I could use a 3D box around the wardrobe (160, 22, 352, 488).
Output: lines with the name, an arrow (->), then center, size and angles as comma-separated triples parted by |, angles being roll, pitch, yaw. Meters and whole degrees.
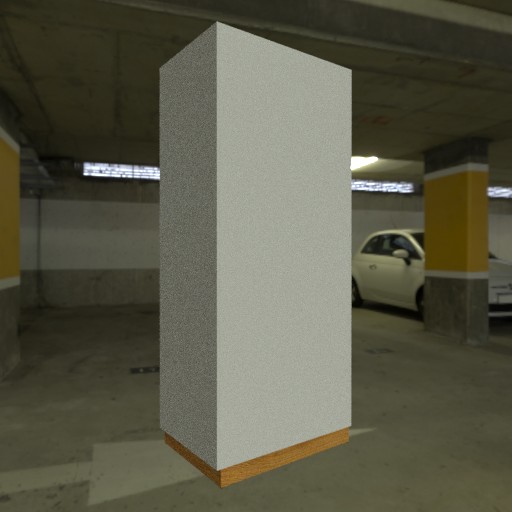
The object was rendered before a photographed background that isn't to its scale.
wardrobe -> 0.000, 0.000, 2.425 | 0.860, 2.040, 0.600 | 0, 0, -36
